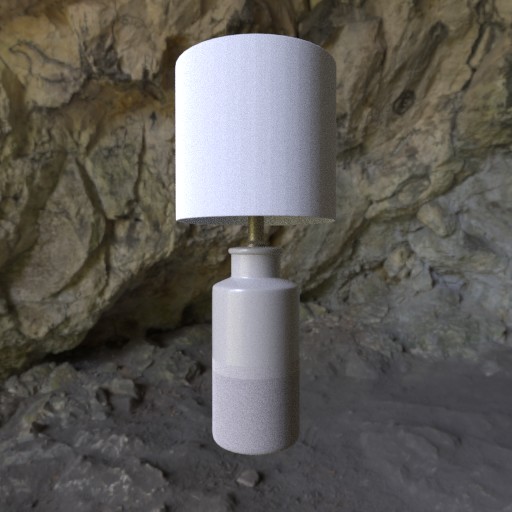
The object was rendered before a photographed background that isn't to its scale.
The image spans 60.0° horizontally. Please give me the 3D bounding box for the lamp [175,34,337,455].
[{"bbox_3d":[0.000,0.000,0.597,0.212,0.493,0.212,0,1,18],"label":"lamp"}]
